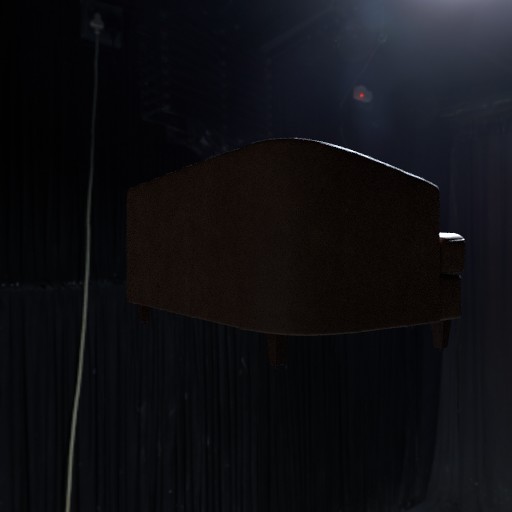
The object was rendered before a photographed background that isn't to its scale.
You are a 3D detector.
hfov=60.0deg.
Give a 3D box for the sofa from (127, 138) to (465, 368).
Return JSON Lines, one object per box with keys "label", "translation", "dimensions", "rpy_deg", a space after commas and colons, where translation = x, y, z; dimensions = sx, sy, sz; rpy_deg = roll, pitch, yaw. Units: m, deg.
{"label": "sofa", "translation": [0.000, 0.000, 2.279], "dimensions": [0.914, 0.786, 1.755], "rpy_deg": [0, 0, -35]}
